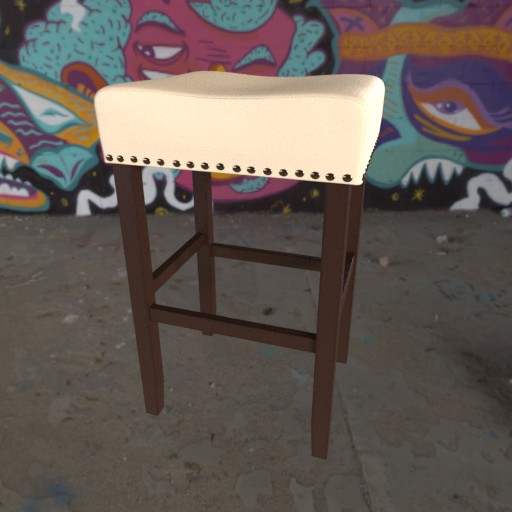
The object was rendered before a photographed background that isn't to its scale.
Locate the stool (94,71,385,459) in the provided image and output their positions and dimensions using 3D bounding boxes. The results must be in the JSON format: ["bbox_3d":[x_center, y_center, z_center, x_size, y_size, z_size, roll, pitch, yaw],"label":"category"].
[{"bbox_3d":[0.000,0.000,1.021,0.471,0.762,0.401,8,27,16],"label":"stool"}]
